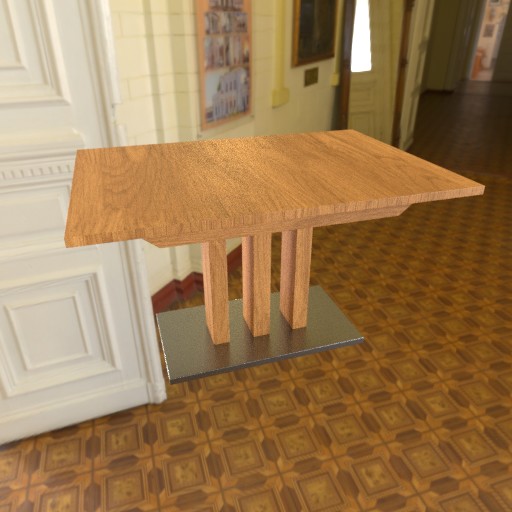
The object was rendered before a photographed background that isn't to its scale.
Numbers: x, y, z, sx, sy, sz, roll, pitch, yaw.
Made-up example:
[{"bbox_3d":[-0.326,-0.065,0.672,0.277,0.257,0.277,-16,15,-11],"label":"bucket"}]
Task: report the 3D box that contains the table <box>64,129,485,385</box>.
[{"bbox_3d":[0.000,0.000,1.846,1.300,0.770,0.900,-9,29,-16],"label":"table"}]
